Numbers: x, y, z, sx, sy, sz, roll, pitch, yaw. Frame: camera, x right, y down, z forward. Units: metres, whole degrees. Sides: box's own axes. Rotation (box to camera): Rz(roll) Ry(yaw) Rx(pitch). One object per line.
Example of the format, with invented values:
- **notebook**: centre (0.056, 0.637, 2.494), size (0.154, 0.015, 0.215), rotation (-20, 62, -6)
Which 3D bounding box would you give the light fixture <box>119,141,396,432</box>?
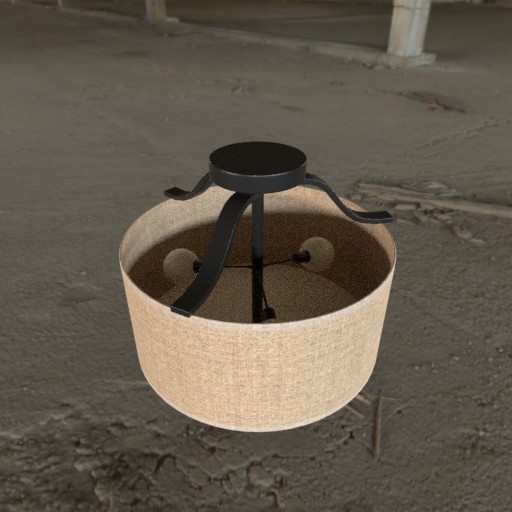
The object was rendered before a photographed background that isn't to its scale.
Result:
- **light fixture**: centre (0.000, 0.000, 0.653), size (0.390, 0.306, 0.390), rotation (0, 32, 0)
